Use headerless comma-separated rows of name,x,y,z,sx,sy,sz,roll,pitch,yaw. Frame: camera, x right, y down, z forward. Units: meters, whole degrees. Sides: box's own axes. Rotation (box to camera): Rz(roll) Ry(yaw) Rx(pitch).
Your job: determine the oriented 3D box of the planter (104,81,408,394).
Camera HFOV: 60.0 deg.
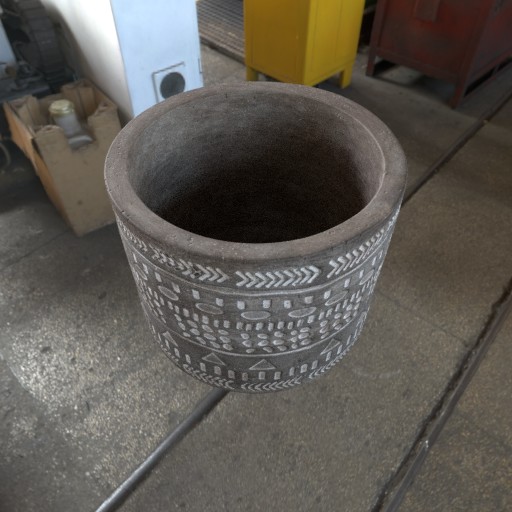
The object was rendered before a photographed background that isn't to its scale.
planter,0.000,0.000,0.226,0.122,0.128,0.122,0,48,0
